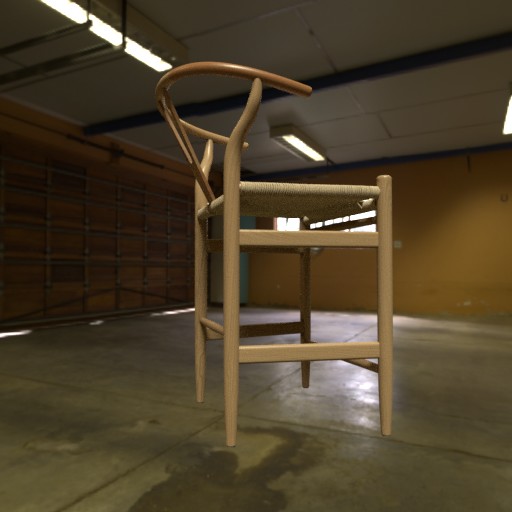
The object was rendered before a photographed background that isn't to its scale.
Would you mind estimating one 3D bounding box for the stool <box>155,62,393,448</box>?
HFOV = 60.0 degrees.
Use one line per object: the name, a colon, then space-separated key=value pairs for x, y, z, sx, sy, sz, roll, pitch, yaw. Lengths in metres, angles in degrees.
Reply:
stool: x=0.000 y=0.000 z=1.283 sx=0.575 sy=0.923 sz=0.536 roll=1 pitch=-2 yaw=-19
